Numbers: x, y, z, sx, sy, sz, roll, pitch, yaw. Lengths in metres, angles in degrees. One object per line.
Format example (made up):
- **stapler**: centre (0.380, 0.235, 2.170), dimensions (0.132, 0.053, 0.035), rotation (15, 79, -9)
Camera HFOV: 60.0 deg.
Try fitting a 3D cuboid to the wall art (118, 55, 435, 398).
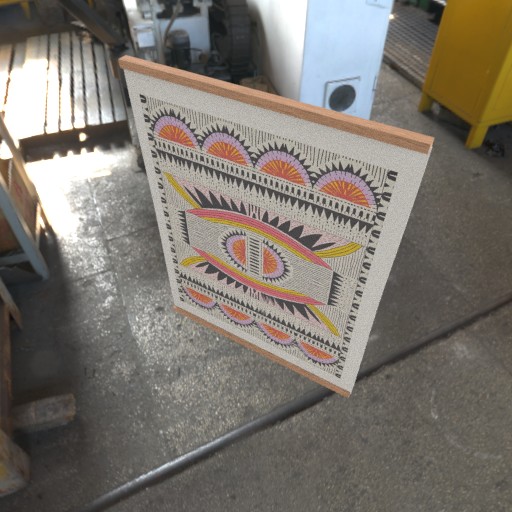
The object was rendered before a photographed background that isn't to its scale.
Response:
- **wall art**: centre (0.000, 0.000, 1.324), dimensions (0.765, 1.016, 0.028), rotation (23, 50, 20)
